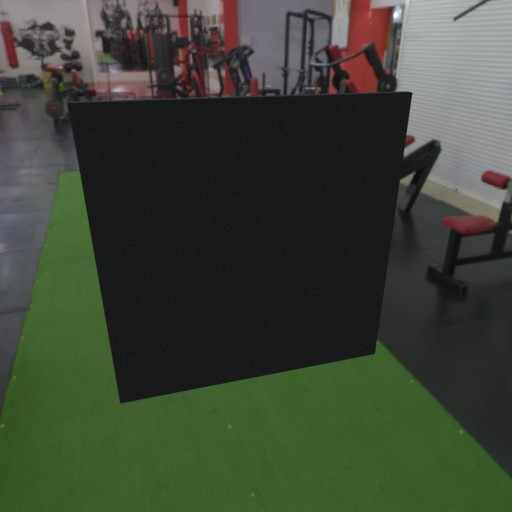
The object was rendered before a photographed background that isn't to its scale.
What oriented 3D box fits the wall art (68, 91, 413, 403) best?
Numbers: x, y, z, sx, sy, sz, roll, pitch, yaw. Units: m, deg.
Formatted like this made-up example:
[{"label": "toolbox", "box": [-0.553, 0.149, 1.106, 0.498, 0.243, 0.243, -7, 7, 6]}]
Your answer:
[{"label": "wall art", "box": [0.000, 0.000, 0.673, 0.456, 0.458, 0.013, -7, 26, -14]}]
